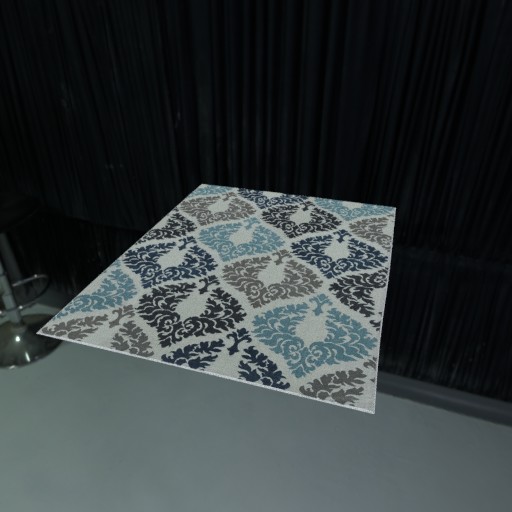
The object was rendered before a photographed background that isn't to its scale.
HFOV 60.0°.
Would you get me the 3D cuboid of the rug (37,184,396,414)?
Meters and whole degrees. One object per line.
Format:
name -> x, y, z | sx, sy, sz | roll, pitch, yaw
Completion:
rug -> 0.000, 0.000, 4.168 | 2.423, 0.014, 3.040 | 9, 32, 15
